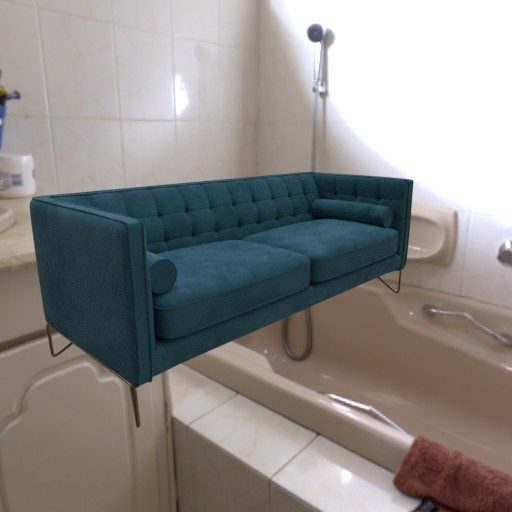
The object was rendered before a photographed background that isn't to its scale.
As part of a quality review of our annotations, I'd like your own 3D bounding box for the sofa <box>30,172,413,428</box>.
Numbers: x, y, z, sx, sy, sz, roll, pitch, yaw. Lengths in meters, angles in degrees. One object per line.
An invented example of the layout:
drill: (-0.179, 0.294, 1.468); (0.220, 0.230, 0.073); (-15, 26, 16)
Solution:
sofa: (0.000, 0.000, 2.504); (0.867, 0.789, 2.087); (14, 21, 42)
